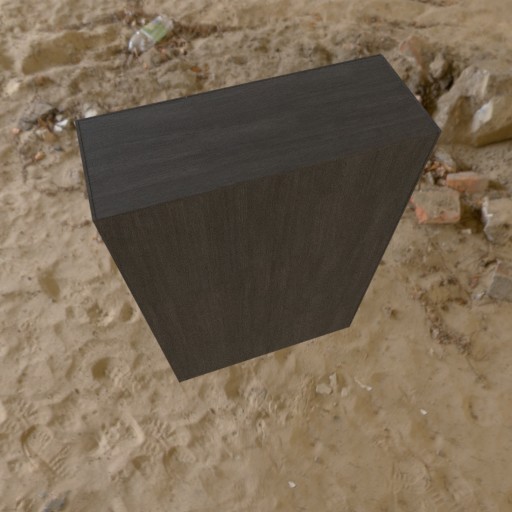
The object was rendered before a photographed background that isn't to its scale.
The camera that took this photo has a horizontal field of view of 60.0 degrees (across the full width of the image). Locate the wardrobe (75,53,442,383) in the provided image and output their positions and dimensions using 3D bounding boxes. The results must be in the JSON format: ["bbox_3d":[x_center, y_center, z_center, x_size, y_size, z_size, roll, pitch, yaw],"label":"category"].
[{"bbox_3d":[0.000,0.000,2.484,1.290,1.910,0.510,-16,60,-10],"label":"wardrobe"}]
